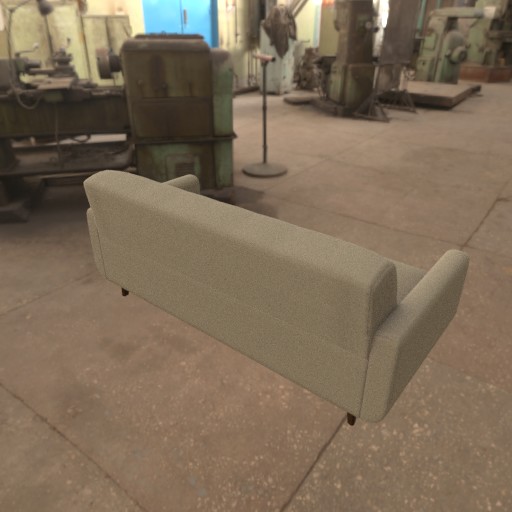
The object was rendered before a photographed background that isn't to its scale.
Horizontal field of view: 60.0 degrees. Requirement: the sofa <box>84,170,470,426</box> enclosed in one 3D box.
[{"bbox_3d":[0.000,0.000,2.658,2.137,0.892,0.980,21,35,33],"label":"sofa"}]
